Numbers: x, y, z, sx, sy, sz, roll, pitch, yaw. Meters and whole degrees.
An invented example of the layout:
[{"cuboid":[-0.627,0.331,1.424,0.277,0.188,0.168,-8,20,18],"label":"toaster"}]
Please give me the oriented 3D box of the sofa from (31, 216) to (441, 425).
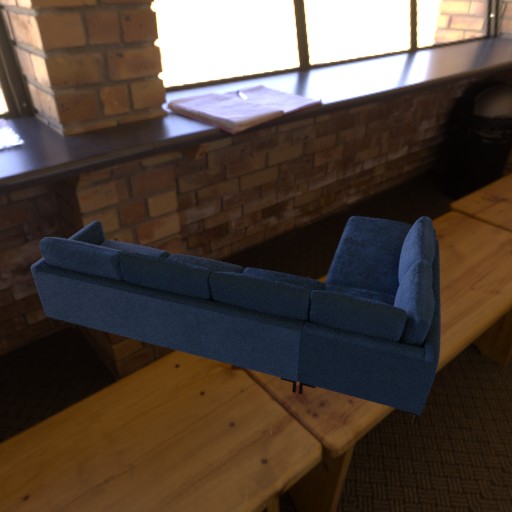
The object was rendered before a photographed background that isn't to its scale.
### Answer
[{"cuboid":[0.000,0.000,3.808,2.949,0.815,2.007,11,34,16],"label":"sofa"}]
